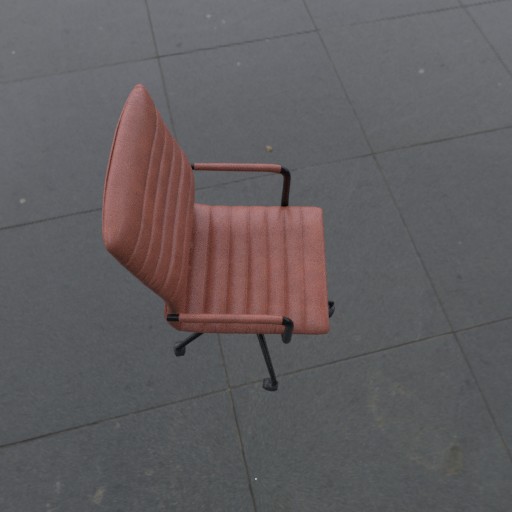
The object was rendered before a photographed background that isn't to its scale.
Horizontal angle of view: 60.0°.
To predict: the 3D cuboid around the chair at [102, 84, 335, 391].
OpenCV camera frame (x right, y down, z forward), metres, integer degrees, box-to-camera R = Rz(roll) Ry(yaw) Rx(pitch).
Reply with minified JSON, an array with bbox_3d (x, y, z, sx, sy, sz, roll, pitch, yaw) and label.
[{"bbox_3d":[0.000,0.000,1.258,0.578,0.878,0.600,1,63,0],"label":"chair"}]
